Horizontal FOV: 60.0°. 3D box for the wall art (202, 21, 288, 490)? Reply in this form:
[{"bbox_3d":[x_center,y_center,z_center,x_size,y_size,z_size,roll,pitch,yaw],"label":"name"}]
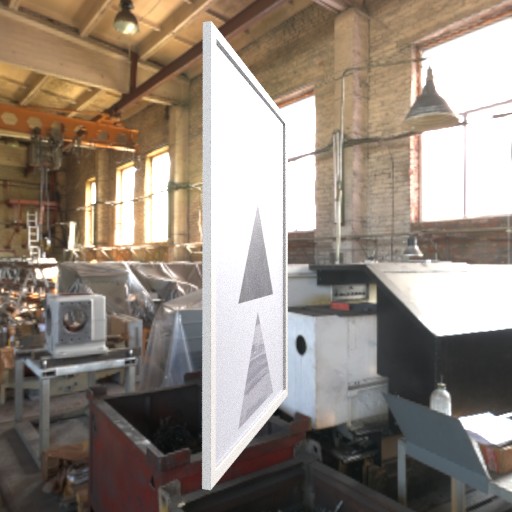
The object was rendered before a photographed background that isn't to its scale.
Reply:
[{"bbox_3d":[0.000,0.000,0.838,0.013,0.656,0.456,0,-1,18],"label":"wall art"}]
